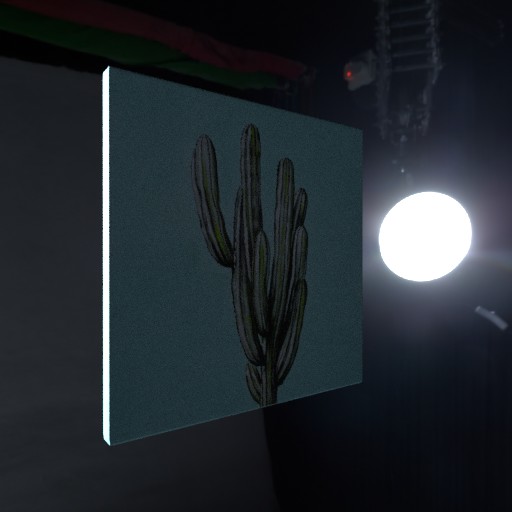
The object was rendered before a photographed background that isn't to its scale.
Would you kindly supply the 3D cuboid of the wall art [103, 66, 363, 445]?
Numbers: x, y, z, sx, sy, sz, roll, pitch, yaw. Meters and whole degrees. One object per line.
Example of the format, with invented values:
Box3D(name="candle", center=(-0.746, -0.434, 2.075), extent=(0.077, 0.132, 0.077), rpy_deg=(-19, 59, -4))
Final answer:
Box3D(name="wall art", center=(0.000, 0.000, 1.589), extent=(1.071, 1.073, 0.070), rpy_deg=(0, 0, -36))
